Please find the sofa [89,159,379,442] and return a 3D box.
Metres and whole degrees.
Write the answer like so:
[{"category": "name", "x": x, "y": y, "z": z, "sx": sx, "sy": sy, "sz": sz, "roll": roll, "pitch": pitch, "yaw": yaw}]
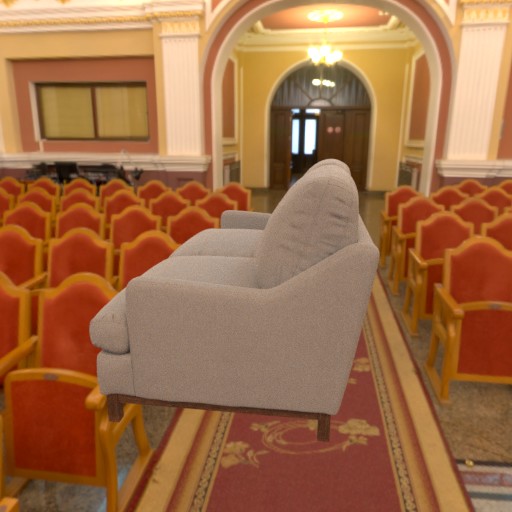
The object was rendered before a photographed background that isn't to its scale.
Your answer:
[{"category": "sofa", "x": 0.000, "y": 0.000, "z": 2.206, "sx": 0.987, "sy": 0.921, "sz": 1.589, "roll": 2, "pitch": 15, "yaw": 8}]
